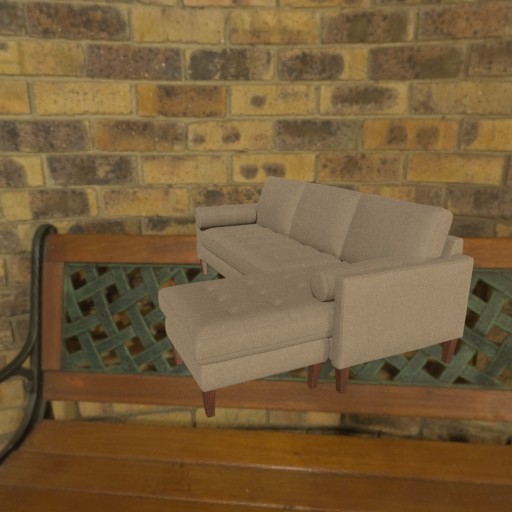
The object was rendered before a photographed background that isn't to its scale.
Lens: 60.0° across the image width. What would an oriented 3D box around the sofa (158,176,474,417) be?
[{"bbox_3d":[0.000,0.000,2.983,1.506,0.875,2.178,-7,17,-24],"label":"sofa"}]
